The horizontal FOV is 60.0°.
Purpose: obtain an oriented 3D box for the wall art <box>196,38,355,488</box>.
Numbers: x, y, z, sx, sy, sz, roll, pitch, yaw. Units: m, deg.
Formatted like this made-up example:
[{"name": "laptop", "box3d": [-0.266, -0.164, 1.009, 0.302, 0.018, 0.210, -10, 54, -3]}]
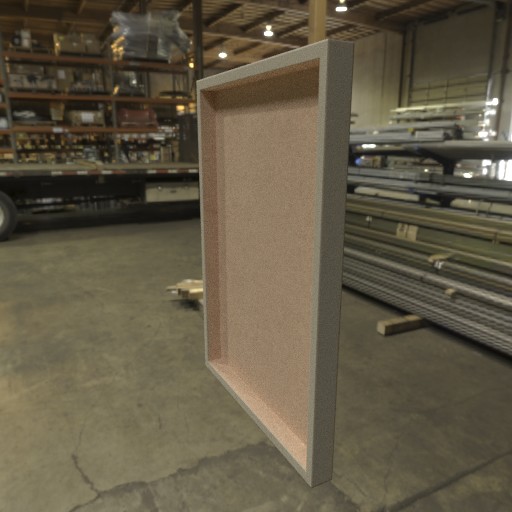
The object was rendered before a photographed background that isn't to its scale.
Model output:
[{"name": "wall art", "box3d": [0.000, 0.000, 0.765, 0.038, 0.608, 0.418, -8, 16, -27]}]
